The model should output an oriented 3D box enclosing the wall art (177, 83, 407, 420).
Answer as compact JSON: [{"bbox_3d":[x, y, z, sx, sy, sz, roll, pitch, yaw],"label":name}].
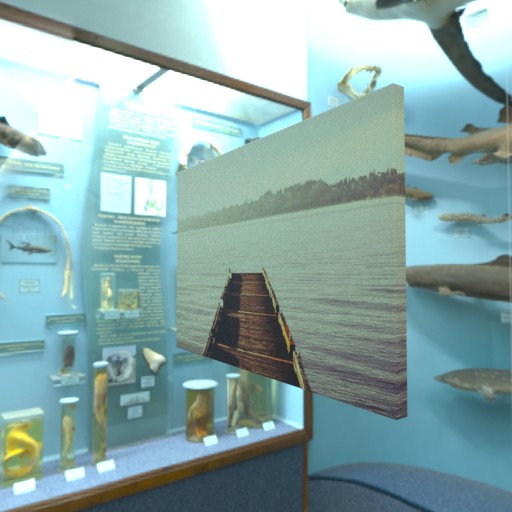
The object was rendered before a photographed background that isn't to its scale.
[{"bbox_3d":[0.000,0.000,1.482,0.040,0.765,1.149,1,-2,-35],"label":"wall art"}]
